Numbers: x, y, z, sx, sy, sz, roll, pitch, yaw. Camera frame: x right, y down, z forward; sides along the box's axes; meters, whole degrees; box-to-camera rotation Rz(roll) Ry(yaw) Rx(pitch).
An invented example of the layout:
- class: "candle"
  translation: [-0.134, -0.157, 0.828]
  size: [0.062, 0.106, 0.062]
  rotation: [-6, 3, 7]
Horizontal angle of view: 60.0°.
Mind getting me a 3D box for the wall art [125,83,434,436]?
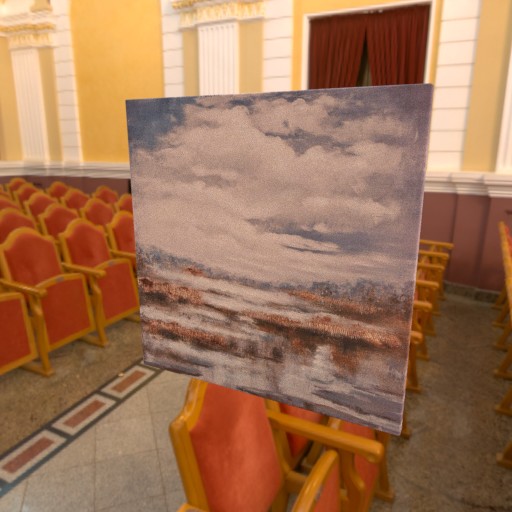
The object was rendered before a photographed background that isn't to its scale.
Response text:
- class: "wall art"
  translation: [0.000, 0.000, 1.473]
  size: [1.010, 1.020, 0.040]
  rotation: [7, 16, 26]
